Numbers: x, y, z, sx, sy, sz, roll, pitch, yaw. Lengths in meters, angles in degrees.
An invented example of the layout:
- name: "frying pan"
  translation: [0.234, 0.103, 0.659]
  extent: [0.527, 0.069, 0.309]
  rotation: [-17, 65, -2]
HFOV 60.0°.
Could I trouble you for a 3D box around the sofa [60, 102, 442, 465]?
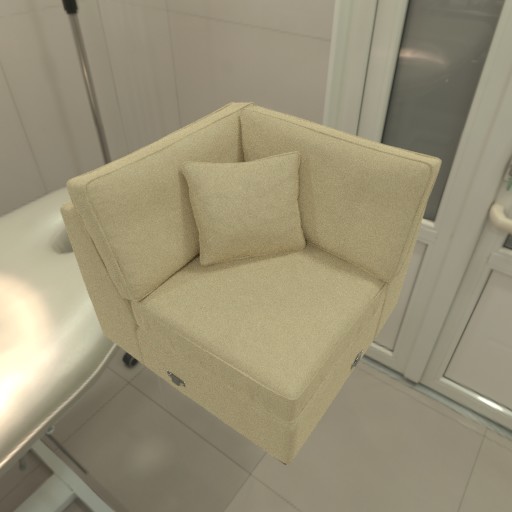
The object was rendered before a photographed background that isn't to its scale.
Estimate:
- name: "sofa"
  translation: [0.000, 0.000, 1.965]
  extent: [1.146, 1.002, 1.084]
  rotation: [25, 46, 26]
